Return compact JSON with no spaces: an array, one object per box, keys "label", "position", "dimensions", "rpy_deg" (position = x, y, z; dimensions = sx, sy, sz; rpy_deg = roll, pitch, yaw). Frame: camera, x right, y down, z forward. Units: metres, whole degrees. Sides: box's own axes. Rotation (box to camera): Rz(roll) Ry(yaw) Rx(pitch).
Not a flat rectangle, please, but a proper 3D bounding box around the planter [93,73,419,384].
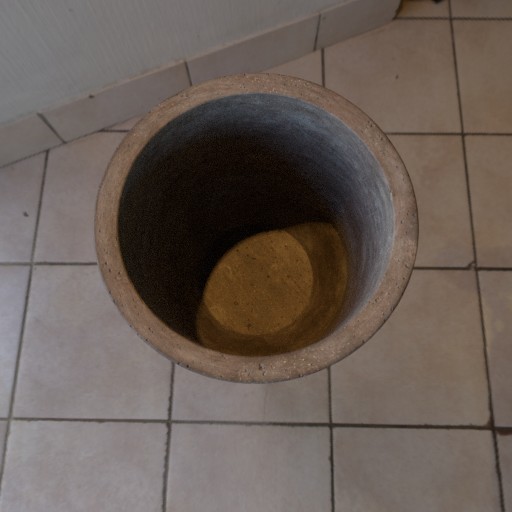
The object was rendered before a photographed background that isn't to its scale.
[{"label":"planter","position":[0.000,0.000,0.263],"dimensions":[0.142,0.149,0.142],"rpy_deg":[0,76,0]}]
